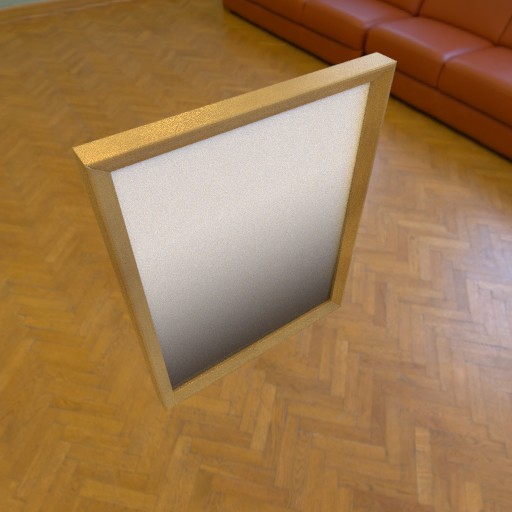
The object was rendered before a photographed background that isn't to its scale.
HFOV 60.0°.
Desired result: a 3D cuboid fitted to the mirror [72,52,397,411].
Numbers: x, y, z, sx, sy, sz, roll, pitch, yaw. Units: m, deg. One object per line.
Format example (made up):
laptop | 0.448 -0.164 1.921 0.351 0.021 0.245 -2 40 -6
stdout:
mirror | 0.000 0.000 0.677 0.406 0.509 0.041 -26 51 -23
